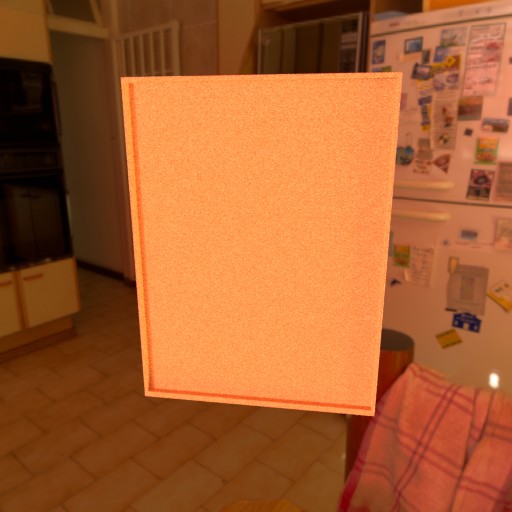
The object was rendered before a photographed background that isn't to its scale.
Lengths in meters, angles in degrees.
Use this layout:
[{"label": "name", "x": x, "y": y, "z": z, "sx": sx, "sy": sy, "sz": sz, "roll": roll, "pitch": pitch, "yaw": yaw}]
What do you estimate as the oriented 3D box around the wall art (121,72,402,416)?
[{"label": "wall art", "x": 0.000, "y": 0.000, "z": 1.336, "sx": 0.762, "sy": 1.015, "sz": 0.031, "roll": 2, "pitch": 16, "yaw": 8}]
